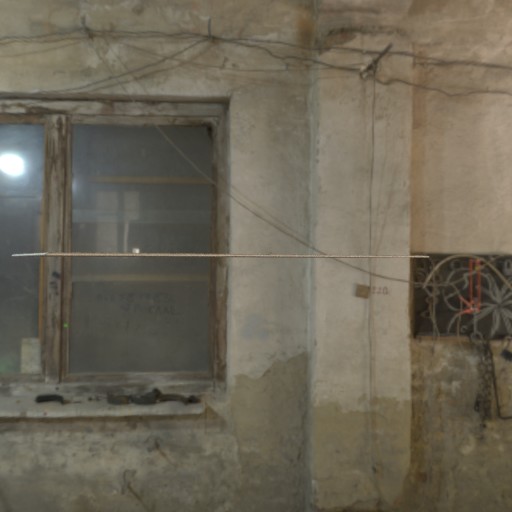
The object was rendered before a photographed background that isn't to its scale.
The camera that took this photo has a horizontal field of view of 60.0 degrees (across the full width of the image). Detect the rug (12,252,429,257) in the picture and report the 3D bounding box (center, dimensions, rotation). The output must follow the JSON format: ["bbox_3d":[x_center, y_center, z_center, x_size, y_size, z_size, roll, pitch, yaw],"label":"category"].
[{"bbox_3d":[0.000,0.000,2.348,2.196,0.011,0.662,0,-1,-37],"label":"rug"}]
